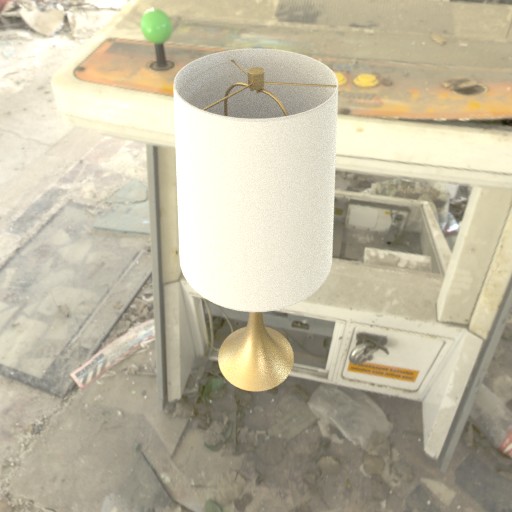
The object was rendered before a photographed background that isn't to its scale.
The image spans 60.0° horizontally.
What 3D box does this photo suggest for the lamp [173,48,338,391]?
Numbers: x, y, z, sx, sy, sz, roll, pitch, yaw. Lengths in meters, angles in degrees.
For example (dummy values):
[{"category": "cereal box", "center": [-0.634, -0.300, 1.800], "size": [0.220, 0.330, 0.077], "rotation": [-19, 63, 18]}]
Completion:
[{"category": "lamp", "center": [0.000, 0.000, 0.682], "size": [0.231, 0.569, 0.231], "rotation": [0, 45, 0]}]
